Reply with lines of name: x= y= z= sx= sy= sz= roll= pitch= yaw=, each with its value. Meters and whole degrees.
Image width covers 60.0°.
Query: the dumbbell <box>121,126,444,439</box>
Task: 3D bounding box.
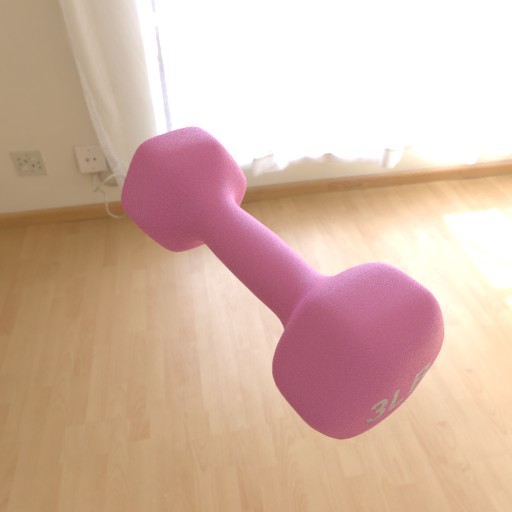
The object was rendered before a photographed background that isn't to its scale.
dumbbell: x=0.000 y=0.000 z=0.188 sx=0.064 sy=0.058 sz=0.159 roll=-26 pitch=48 yaw=-26
